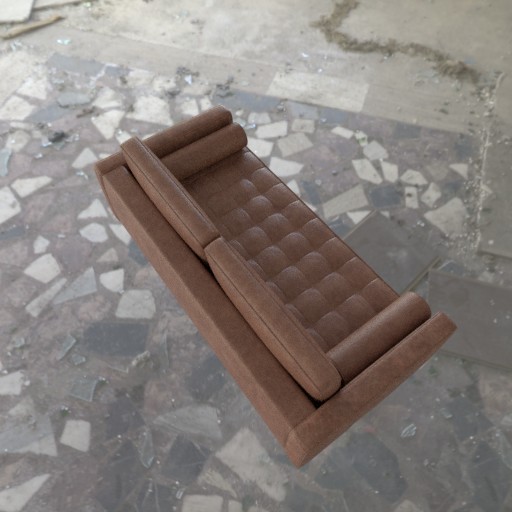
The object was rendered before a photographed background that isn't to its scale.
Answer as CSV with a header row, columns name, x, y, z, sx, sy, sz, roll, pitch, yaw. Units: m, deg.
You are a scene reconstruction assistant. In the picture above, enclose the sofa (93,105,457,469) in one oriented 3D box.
name,x,y,z,sx,sy,sz,roll,pitch,yaw
sofa,0.000,0.000,2.358,0.910,0.760,1.870,-32,63,-19
